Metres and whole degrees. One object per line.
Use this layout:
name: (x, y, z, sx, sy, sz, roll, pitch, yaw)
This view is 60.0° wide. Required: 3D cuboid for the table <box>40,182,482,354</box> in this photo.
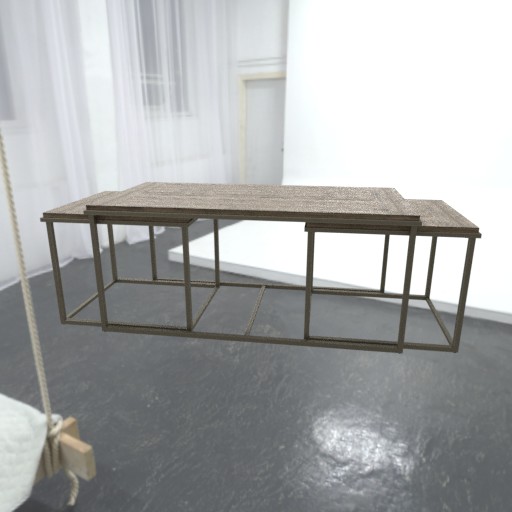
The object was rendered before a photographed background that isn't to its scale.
table: (0.000, 0.000, 1.555, 1.312, 0.427, 0.489, 3, 18, 8)
